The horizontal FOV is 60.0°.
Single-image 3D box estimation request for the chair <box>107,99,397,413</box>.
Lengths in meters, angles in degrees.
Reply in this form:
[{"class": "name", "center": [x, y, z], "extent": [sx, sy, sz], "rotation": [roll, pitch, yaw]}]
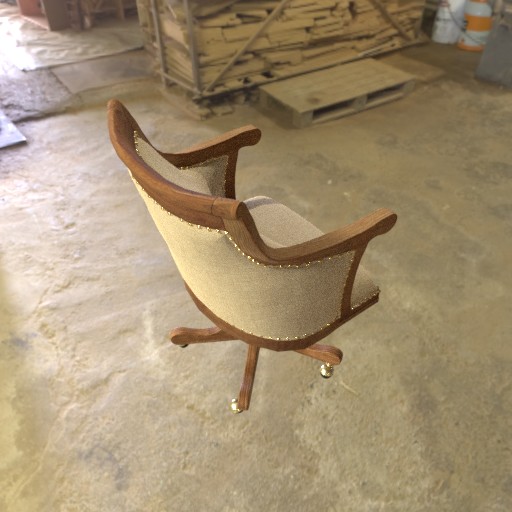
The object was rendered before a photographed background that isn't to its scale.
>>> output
[{"class": "chair", "center": [0.000, 0.000, 1.439], "extent": [0.689, 0.965, 0.656], "rotation": [-26, 48, -26]}]
